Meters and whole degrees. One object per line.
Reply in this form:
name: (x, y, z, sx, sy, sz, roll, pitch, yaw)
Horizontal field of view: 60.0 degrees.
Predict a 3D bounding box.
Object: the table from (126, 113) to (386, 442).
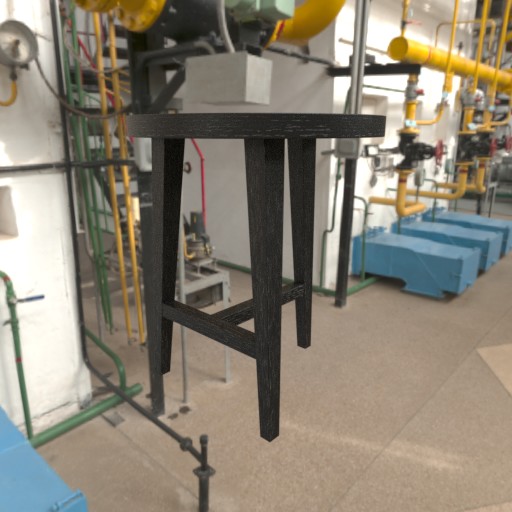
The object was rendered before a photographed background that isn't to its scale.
table: (0.000, 0.000, 0.768, 0.399, 0.460, 0.399, 0, 16, 0)
